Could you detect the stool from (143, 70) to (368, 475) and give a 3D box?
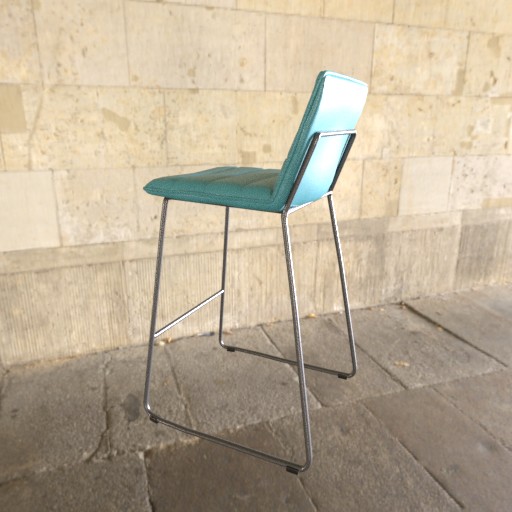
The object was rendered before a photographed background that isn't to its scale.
[{"bbox_3d":[0.000,0.000,1.262,0.524,0.936,0.489,8,19,25],"label":"stool"}]
